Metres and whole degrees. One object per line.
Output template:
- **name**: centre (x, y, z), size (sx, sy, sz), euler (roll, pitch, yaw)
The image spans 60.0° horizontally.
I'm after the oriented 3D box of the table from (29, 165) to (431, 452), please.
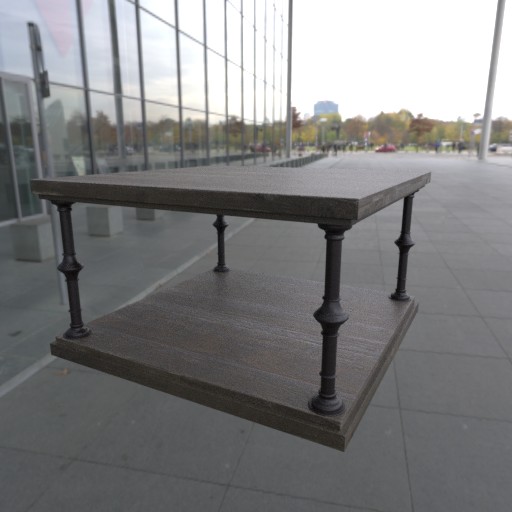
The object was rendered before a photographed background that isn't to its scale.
- **table**: centre (0.000, 0.000, 1.108), size (0.696, 0.400, 0.696), euler (8, 16, 28)
